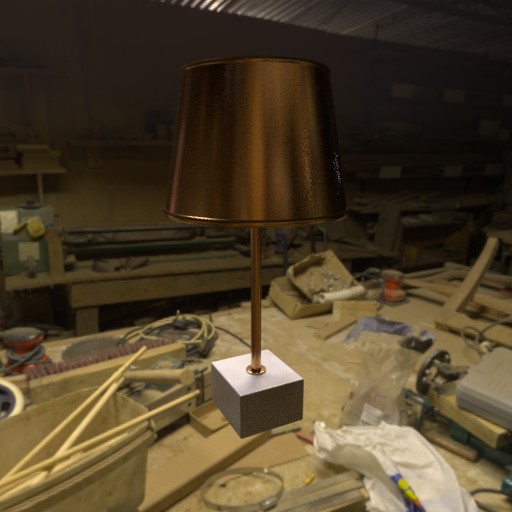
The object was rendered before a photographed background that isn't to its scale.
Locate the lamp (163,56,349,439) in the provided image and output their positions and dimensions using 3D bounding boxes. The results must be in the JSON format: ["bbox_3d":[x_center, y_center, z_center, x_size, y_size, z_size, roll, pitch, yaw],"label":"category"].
[{"bbox_3d":[0.000,0.000,0.519,0.208,0.406,0.208,0,14,0],"label":"lamp"}]
